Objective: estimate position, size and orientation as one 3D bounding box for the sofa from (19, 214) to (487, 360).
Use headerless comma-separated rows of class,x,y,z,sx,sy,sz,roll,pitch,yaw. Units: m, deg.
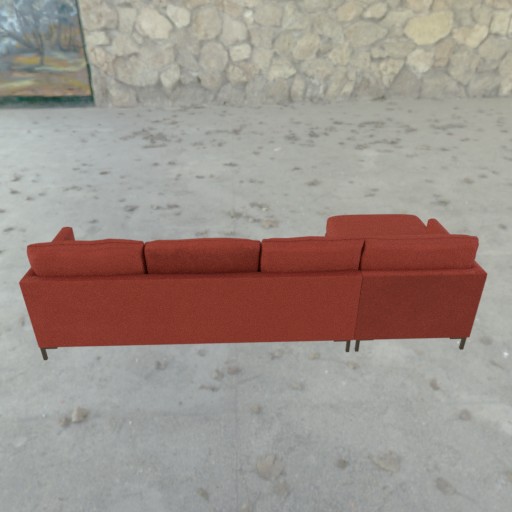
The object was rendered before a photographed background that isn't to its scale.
sofa,0.000,0.000,3.921,3.400,0.967,1.500,-1,29,-2
